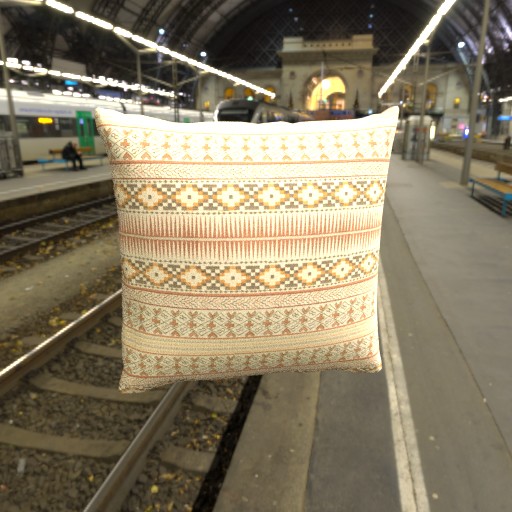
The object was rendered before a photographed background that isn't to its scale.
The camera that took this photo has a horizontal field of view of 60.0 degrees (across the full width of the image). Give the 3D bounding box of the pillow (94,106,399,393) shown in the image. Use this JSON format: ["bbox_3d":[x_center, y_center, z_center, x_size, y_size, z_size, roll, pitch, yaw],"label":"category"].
[{"bbox_3d":[0.000,0.000,0.803,0.521,0.519,0.215,-3,16,-9],"label":"pillow"}]
